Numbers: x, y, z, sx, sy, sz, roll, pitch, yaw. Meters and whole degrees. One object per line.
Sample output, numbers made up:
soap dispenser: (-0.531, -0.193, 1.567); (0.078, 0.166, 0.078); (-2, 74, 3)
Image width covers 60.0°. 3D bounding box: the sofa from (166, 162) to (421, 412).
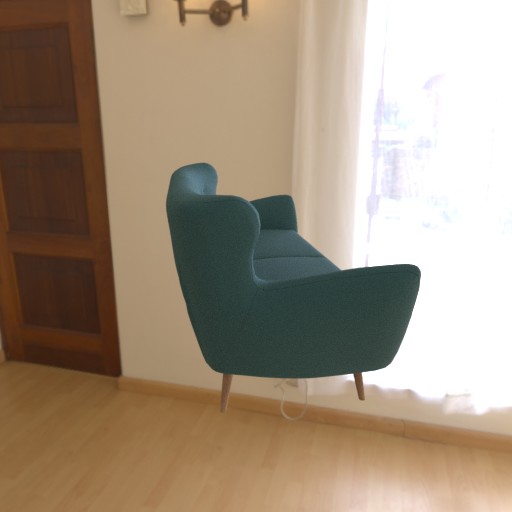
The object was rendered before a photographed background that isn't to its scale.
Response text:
sofa: (0.000, 0.000, 2.391); (0.889, 0.890, 1.930); (-3, 16, -9)
